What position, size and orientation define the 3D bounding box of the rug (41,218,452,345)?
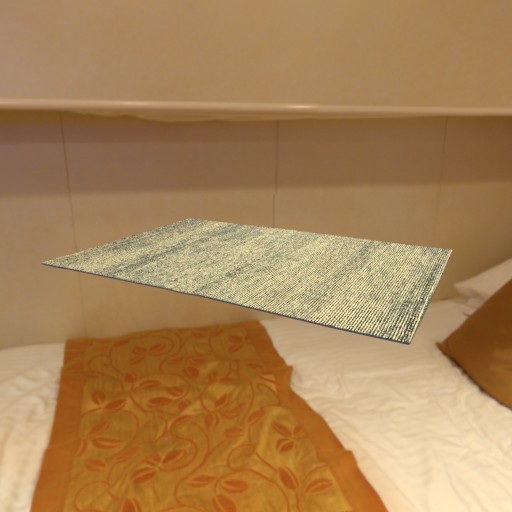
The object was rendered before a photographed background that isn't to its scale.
[{"bbox_3d":[0.000,0.000,3.051,2.349,0.030,1.624,9,19,27],"label":"rug"}]
